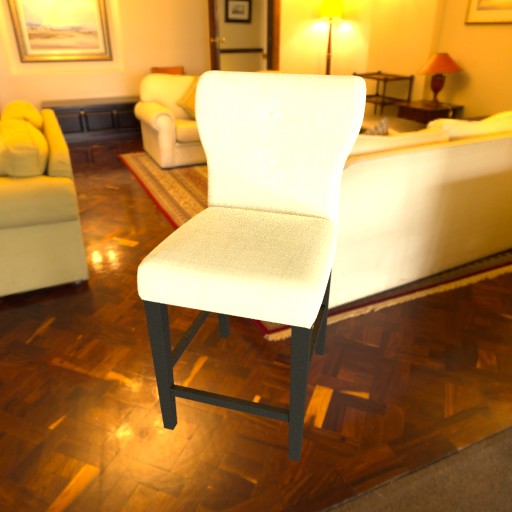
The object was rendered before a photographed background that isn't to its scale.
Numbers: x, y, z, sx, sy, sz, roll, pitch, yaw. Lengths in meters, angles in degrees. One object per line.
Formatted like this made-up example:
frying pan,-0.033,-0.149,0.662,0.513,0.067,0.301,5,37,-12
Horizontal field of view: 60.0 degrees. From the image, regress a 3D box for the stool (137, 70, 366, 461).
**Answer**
stool,0.000,0.000,1.317,0.514,0.972,0.603,8,28,15
